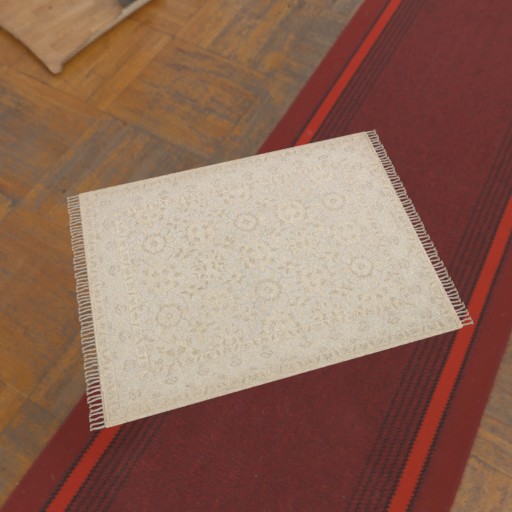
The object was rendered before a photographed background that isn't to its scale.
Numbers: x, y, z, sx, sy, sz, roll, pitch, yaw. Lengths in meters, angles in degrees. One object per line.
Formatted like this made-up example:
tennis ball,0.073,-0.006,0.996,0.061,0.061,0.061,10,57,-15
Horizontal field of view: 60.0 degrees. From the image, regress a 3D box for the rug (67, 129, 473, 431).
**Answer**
rug,0.000,0.000,2.224,1.771,0.015,1.223,-14,64,-7
